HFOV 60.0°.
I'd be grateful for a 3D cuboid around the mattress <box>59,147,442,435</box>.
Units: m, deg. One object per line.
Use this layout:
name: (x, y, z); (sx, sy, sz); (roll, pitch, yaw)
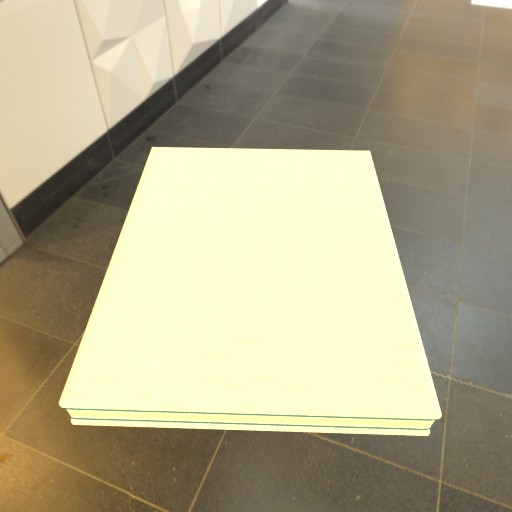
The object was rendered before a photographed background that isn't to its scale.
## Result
mattress: (0.000, 0.000, 2.615); (1.600, 0.230, 2.000); (1, 45, 1)
